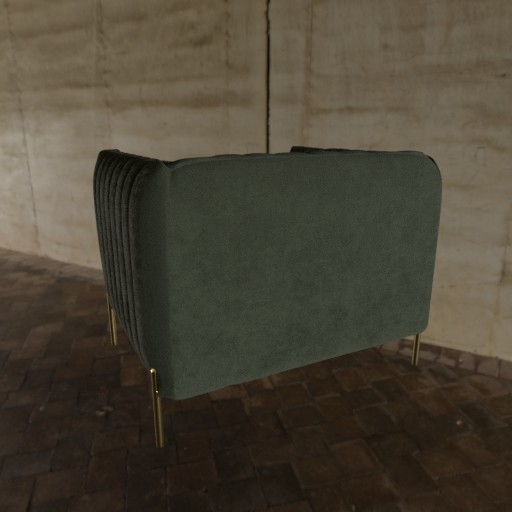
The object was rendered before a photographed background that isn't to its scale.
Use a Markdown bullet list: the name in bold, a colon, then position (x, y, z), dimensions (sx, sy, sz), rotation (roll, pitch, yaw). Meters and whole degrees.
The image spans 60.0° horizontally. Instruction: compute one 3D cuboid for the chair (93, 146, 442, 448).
- **chair**: position (0.000, 0.000, 1.665), dimensions (1.032, 0.794, 0.877), rotation (-8, 18, -26)
